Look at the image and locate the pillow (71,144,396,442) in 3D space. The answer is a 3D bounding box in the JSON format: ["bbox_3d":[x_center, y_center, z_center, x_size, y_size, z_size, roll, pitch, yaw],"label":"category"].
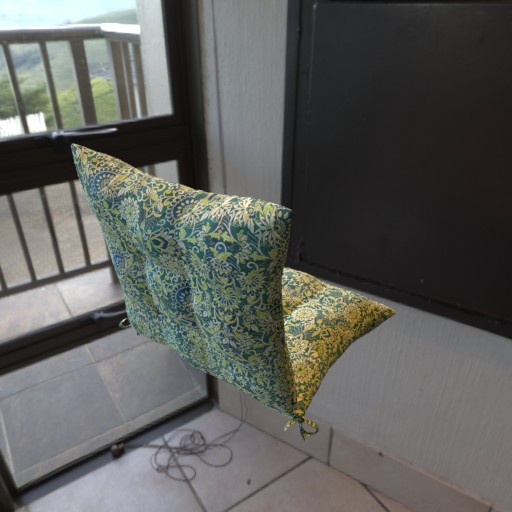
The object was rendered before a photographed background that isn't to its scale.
[{"bbox_3d":[0.000,0.000,1.008,0.541,0.536,0.585,21,36,32],"label":"pillow"}]
